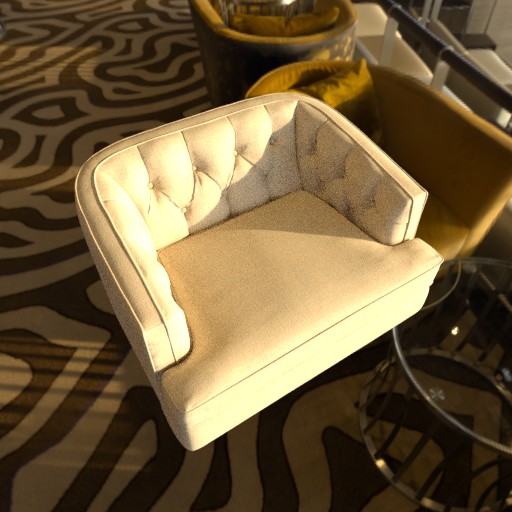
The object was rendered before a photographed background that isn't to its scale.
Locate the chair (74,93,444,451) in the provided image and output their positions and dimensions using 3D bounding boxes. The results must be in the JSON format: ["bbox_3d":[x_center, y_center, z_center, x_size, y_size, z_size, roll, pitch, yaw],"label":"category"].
[{"bbox_3d":[0.000,0.000,1.729,1.118,0.787,0.914,-25,52,-21],"label":"chair"}]
